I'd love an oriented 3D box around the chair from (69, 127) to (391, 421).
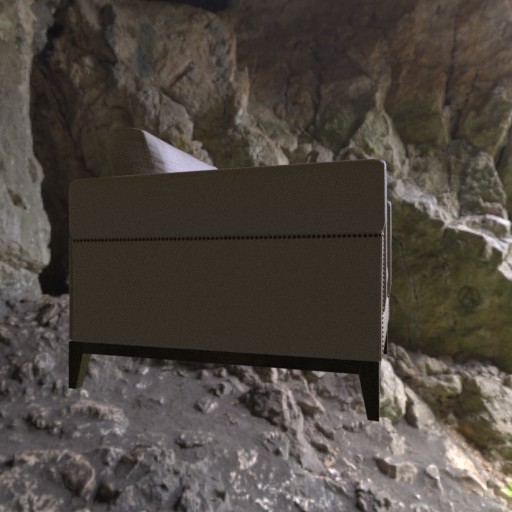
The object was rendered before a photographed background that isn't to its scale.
[{"bbox_3d":[0.000,0.000,1.660,0.959,0.838,0.914,0,-1,18],"label":"chair"}]
